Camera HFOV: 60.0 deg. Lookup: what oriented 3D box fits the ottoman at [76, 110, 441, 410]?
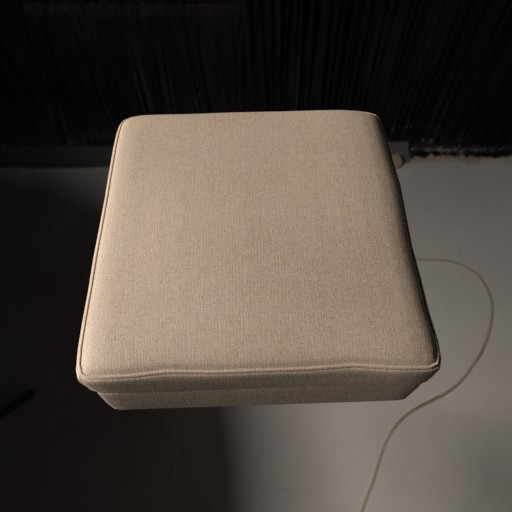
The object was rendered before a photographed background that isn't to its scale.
[{"bbox_3d":[0.000,0.000,1.334,0.838,0.481,0.838,-2,59,-1],"label":"ottoman"}]
